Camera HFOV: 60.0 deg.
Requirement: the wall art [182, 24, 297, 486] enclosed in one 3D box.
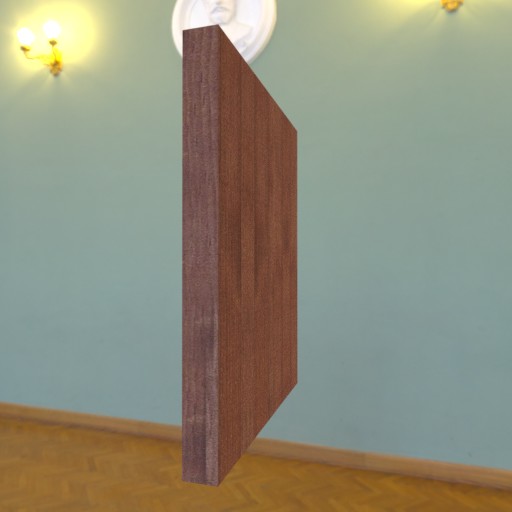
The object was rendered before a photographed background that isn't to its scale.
[{"bbox_3d":[0.000,0.000,0.617,0.039,0.449,0.377,0,0,17],"label":"wall art"}]
